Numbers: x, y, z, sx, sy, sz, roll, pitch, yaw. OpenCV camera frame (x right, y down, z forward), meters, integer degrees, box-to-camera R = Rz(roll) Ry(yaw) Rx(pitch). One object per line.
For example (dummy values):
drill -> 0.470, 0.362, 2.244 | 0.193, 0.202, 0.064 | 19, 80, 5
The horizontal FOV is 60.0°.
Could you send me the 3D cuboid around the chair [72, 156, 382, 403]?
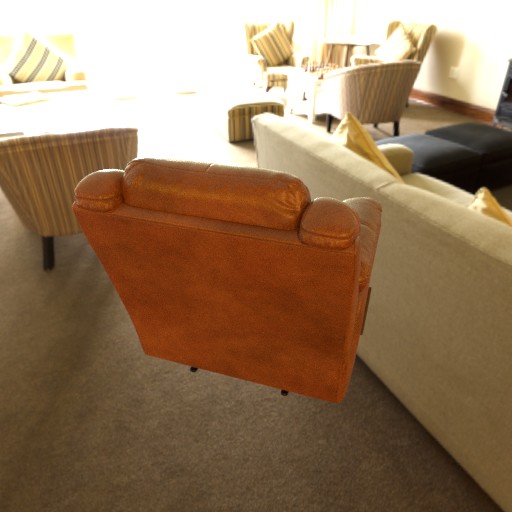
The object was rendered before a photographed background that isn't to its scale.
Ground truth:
chair -> 0.000, 0.000, 1.911 | 0.990, 1.093, 1.041 | 10, 33, 16
